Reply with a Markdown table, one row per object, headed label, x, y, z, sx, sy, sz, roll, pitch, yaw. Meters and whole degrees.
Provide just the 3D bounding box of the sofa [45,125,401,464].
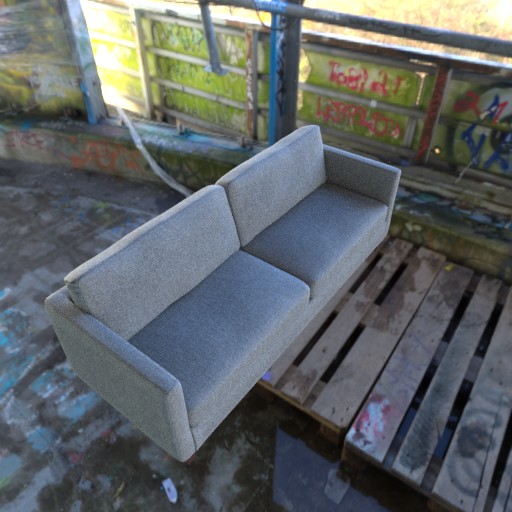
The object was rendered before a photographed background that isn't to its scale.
| label | x | y | z | sx | sy | sz | roll | pitch | yaw |
| --- | --- | --- | --- | --- | --- | --- | --- | --- | --- |
| sofa | 0.000 | 0.000 | 2.956 | 0.948 | 0.951 | 2.434 | 26 | 47 | 28 |
